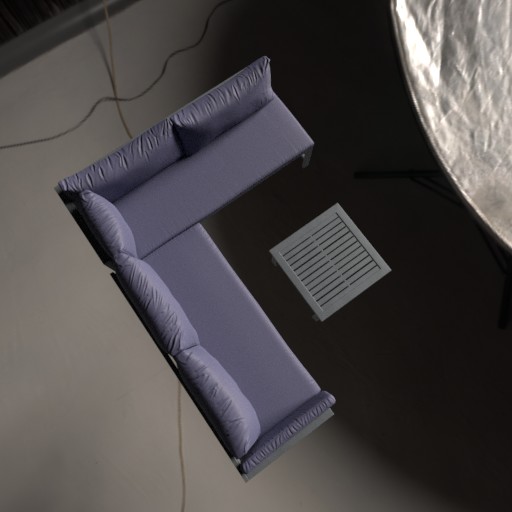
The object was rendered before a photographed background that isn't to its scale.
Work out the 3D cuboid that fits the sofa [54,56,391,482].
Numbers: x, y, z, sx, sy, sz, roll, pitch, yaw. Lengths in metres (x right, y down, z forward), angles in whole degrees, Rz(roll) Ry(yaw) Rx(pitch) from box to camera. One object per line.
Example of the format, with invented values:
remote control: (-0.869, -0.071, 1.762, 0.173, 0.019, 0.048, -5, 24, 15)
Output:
sofa: (0.000, 0.000, 2.997, 1.658, 0.762, 2.149, -35, 79, -8)
